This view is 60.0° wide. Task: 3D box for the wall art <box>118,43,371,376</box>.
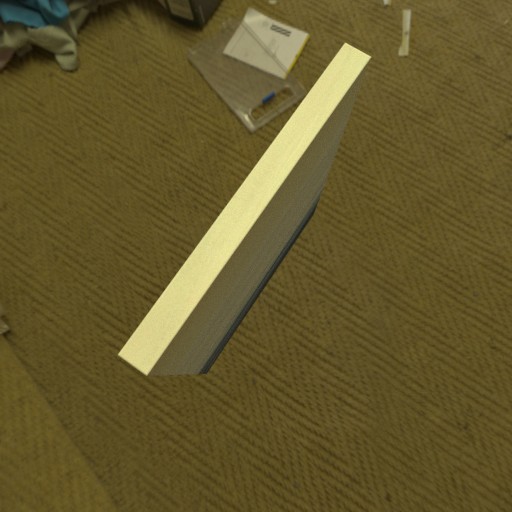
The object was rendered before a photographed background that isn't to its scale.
[{"bbox_3d":[0.000,0.000,0.831,0.040,0.608,0.489,33,78,8],"label":"wall art"}]
